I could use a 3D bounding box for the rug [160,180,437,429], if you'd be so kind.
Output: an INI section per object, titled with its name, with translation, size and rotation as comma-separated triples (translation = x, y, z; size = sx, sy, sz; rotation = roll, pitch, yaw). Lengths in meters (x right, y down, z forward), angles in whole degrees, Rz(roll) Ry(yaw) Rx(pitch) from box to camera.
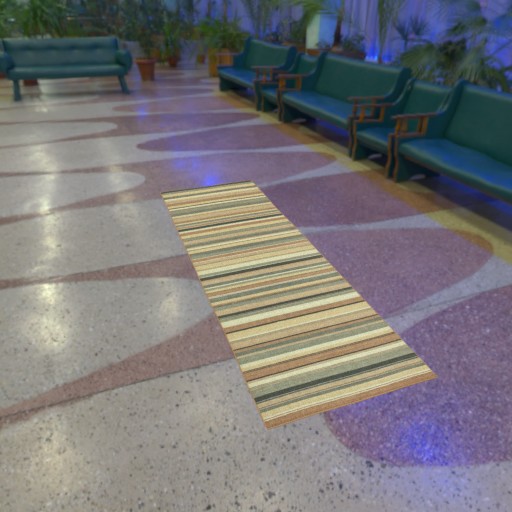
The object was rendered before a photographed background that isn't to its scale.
[rug]
translation = 0.000, 0.000, 2.788
size = 0.799, 0.010, 2.444
rotation = -11, 33, -17
